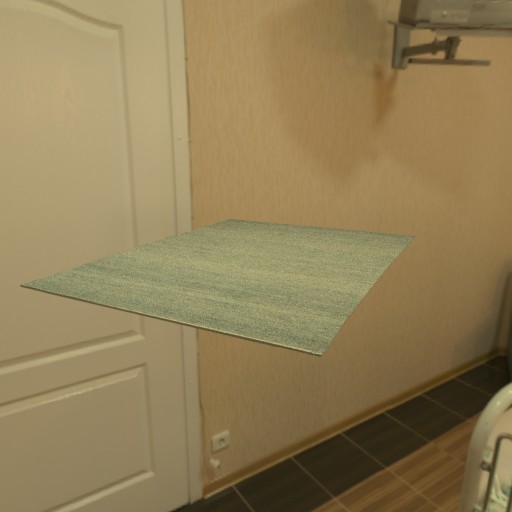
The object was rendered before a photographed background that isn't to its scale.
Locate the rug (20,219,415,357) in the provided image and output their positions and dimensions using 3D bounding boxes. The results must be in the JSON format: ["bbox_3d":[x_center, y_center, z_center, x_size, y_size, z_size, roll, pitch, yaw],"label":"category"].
[{"bbox_3d":[0.000,0.000,4.262,2.461,0.046,3.237,8,17,27],"label":"rug"}]
